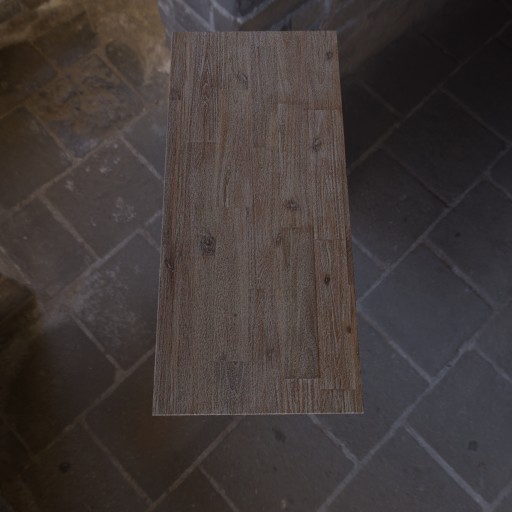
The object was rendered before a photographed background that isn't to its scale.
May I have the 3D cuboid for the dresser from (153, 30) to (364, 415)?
[{"bbox_3d":[0.000,0.000,1.581,0.455,1.029,0.998,-1,74,0],"label":"dresser"}]
